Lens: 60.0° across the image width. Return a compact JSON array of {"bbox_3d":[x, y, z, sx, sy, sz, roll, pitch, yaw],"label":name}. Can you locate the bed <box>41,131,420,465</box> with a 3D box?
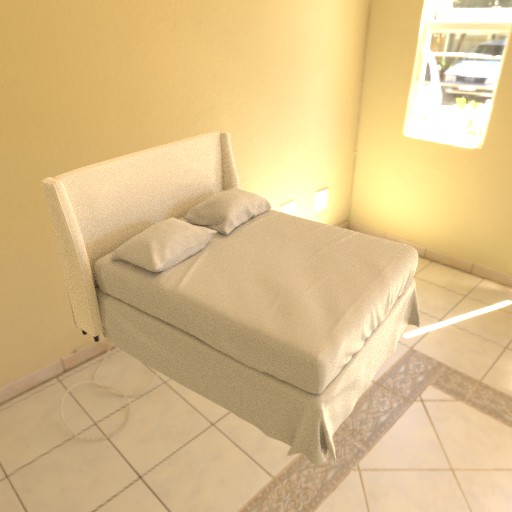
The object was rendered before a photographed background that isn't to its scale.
[{"bbox_3d":[0.000,0.000,3.415,2.276,1.332,1.925,19,33,31],"label":"bed"}]
